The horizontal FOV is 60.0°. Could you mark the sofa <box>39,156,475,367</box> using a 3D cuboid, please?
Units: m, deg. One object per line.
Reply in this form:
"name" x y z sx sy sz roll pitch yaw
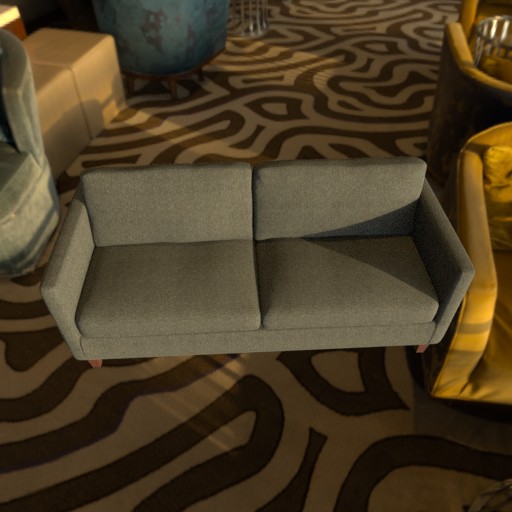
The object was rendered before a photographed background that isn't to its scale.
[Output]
"sofa" 0.000 0.000 2.698 2.208 0.965 0.948 -2 45 -2
